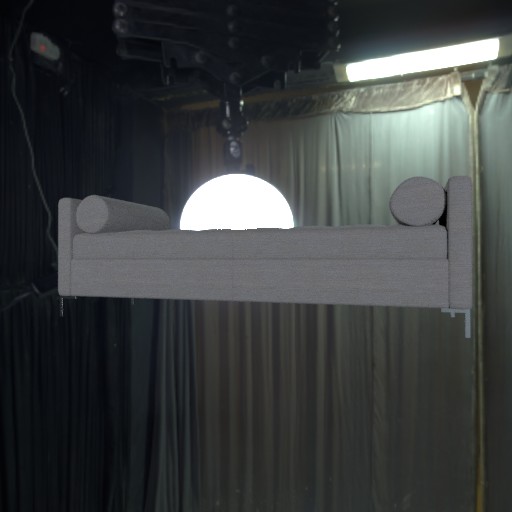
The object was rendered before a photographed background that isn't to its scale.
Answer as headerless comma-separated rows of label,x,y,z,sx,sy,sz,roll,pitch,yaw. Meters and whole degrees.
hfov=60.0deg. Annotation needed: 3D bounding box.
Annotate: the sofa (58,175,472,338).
sofa,0.000,0.000,2.328,1.981,0.635,0.686,0,0,19
